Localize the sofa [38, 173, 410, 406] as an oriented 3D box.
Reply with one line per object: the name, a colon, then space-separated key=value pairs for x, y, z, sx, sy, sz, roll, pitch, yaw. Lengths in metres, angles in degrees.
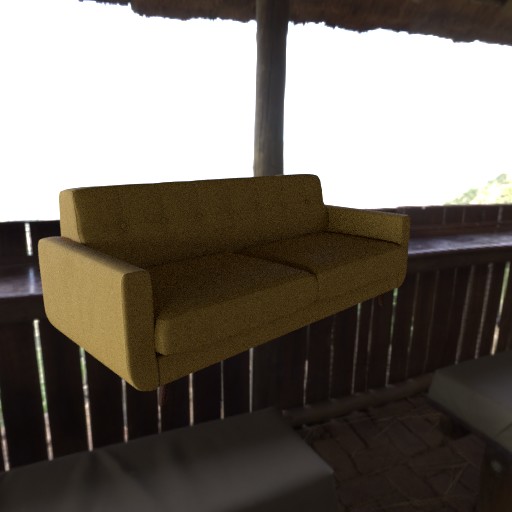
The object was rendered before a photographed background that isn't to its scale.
sofa: x=0.000 y=0.000 z=2.505 sx=2.029 sy=0.841 sz=0.909 roll=-13 pitch=19 yaw=-42
